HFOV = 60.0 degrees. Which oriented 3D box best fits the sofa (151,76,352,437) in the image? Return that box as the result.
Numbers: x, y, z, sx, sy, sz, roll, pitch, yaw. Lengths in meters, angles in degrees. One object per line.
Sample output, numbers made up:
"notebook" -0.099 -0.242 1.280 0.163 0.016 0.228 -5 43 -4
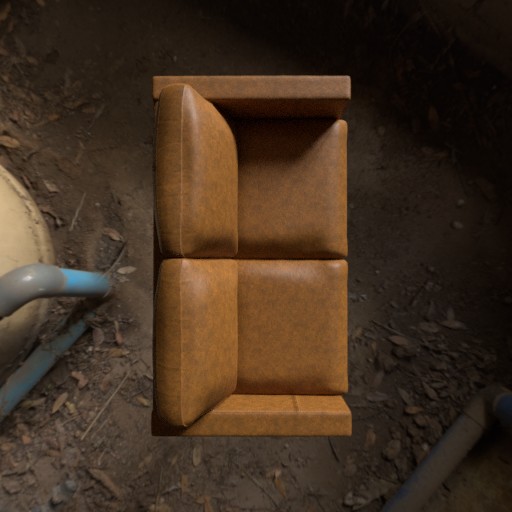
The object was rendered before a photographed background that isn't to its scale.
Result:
"sofa" 0.000 0.000 2.138 0.909 0.951 1.578 0 89 0
